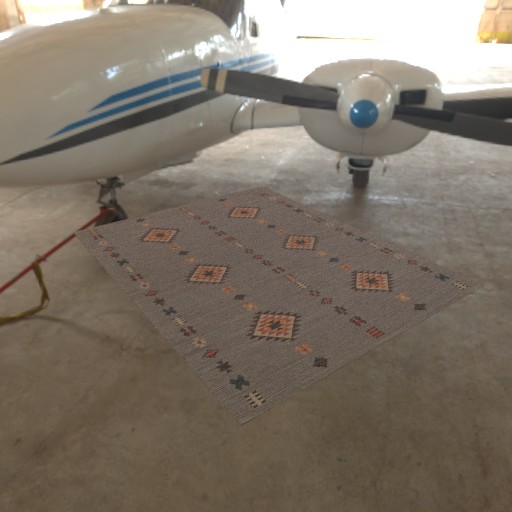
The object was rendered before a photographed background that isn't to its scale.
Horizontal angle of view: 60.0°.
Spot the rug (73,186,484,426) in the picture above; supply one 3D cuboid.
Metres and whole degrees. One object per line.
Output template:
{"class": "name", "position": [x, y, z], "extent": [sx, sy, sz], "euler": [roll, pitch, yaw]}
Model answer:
{"class": "rug", "position": [0.000, 0.000, 4.087], "extent": [2.425, 0.008, 3.035], "euler": [-19, 33, -31]}
